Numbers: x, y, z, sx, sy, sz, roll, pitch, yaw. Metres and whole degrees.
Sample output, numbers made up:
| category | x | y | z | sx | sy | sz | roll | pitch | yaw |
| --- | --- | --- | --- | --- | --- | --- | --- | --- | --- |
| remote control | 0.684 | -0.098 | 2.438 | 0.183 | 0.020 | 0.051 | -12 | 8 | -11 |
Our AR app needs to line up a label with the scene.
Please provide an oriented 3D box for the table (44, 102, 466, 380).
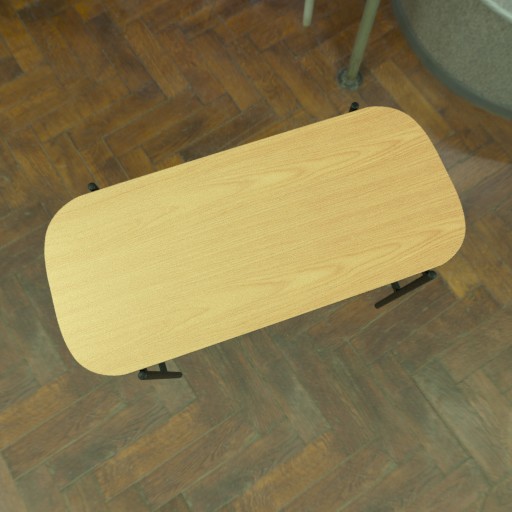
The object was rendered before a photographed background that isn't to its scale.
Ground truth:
| category | x | y | z | sx | sy | sz | roll | pitch | yaw |
| --- | --- | --- | --- | --- | --- | --- | --- | --- | --- |
| table | 0.000 | 0.000 | 1.047 | 0.800 | 0.400 | 0.400 | -18 | 76 | -5 |
